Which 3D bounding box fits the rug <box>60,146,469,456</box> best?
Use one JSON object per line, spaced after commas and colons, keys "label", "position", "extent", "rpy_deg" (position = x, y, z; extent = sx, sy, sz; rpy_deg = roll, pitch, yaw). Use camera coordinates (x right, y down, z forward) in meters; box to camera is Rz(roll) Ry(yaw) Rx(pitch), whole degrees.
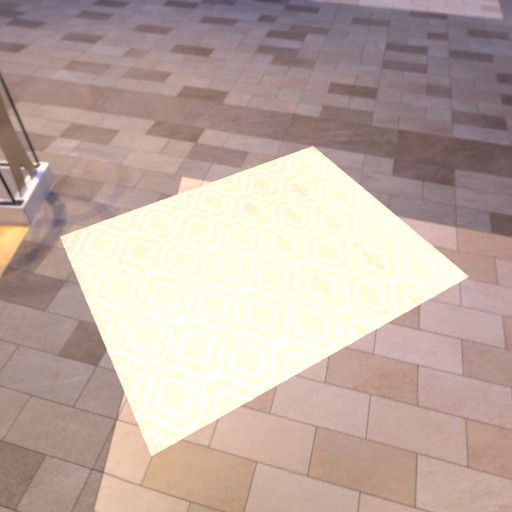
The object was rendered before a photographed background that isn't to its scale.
{"label": "rug", "position": [0.000, 0.000, 3.965], "extent": [2.892, 0.006, 2.283], "rpy_deg": [-24, 52, -20]}
